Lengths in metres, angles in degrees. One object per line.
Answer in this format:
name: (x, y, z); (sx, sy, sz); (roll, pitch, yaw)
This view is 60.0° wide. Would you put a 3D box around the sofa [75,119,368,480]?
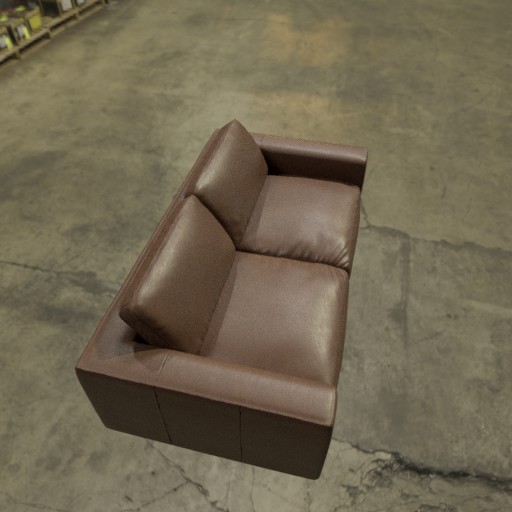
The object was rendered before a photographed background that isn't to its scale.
sofa: (0.000, 0.000, 2.435); (1.070, 0.800, 1.920); (10, 47, 10)
